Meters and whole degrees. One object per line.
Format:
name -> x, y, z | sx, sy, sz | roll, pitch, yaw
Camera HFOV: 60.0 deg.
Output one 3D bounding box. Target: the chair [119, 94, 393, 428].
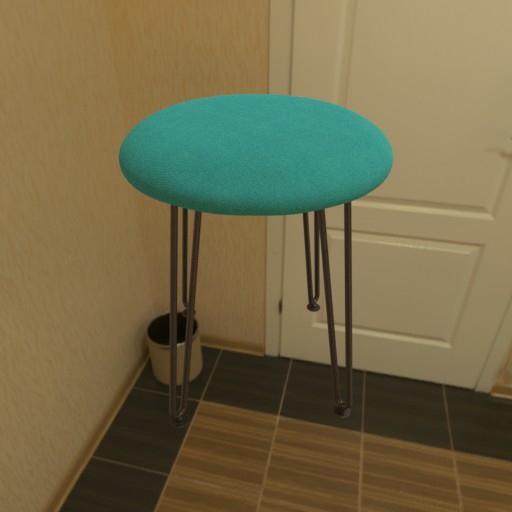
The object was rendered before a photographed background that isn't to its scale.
chair -> 0.000, 0.000, 0.678 | 0.350, 0.430, 0.350 | -9, 34, -13
